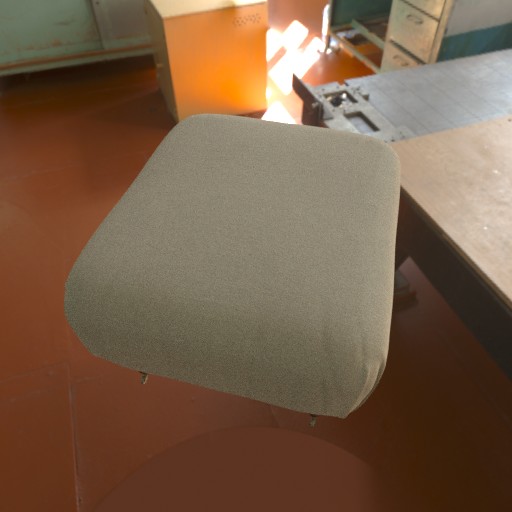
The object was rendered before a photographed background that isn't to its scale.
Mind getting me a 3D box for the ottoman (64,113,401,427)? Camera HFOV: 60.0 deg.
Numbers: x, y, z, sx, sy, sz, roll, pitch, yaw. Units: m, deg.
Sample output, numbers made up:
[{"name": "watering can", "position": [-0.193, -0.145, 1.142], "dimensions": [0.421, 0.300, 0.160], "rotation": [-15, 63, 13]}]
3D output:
[{"name": "ottoman", "position": [0.000, 0.000, 1.127], "dimensions": [0.639, 0.450, 0.746], "rotation": [11, 48, 10]}]
